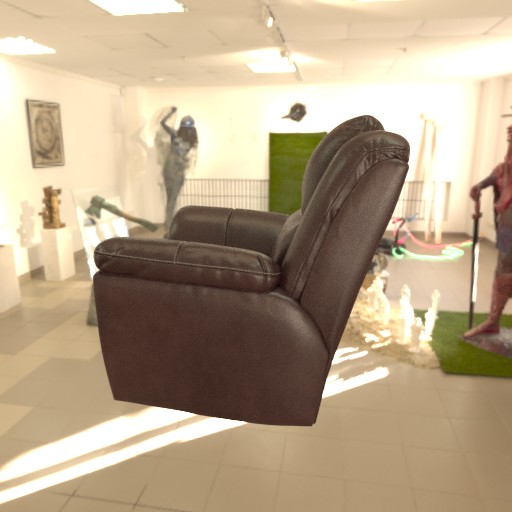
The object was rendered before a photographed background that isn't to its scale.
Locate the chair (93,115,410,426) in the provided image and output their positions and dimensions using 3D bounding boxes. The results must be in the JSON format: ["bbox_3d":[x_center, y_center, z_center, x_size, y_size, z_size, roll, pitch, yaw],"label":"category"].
[{"bbox_3d":[0.000,0.000,1.855,1.041,1.093,0.990,2,14,9],"label":"chair"}]
